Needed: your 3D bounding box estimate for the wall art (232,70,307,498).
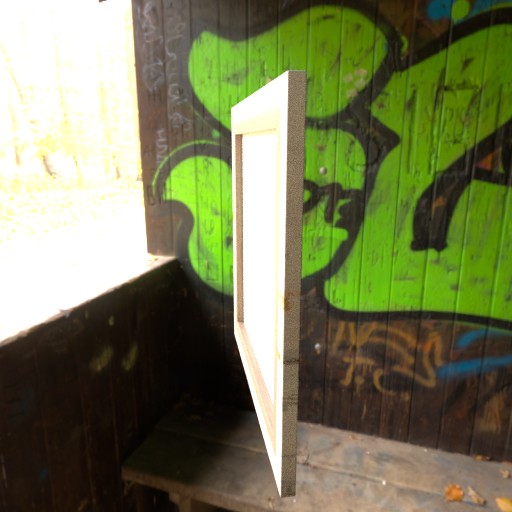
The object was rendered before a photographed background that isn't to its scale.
[{"bbox_3d":[0.000,0.000,1.492,0.040,1.018,1.015,-2,15,-9],"label":"wall art"}]
